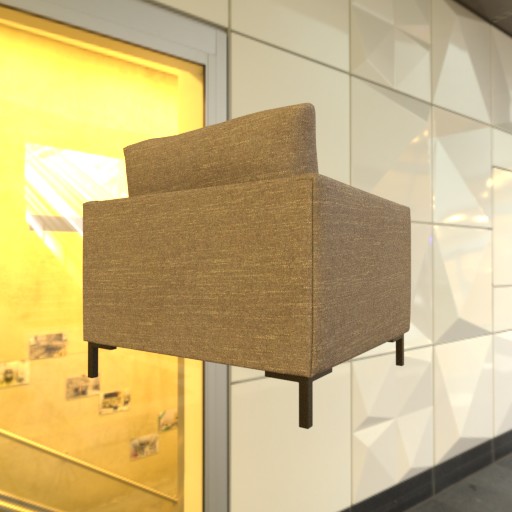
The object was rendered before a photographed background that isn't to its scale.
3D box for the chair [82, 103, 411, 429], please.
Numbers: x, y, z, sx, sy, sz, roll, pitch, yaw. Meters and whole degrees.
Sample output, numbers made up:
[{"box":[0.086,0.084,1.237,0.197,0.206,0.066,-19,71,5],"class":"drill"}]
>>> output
[{"box":[0.000,0.000,1.636,0.940,0.841,0.845,-1,-1,34],"class":"chair"}]
